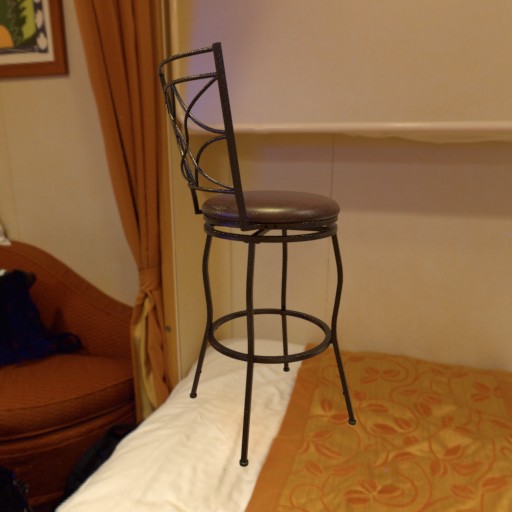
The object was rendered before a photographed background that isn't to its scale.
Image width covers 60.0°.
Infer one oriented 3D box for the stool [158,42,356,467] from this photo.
[{"bbox_3d":[0.000,0.000,1.392,0.534,1.117,0.434,-8,16,-28],"label":"stool"}]
